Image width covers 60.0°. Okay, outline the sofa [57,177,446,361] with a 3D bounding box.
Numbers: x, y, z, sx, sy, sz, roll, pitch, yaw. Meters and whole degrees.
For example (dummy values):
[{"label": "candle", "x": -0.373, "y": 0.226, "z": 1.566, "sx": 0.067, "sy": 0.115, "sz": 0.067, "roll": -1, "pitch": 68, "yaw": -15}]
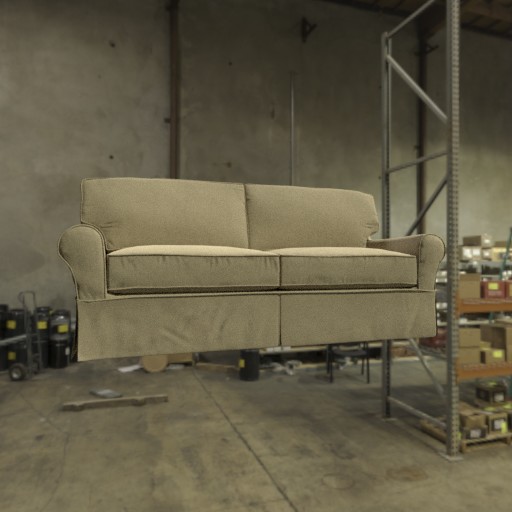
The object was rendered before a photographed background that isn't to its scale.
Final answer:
[{"label": "sofa", "x": 0.000, "y": 0.000, "z": 2.816, "sx": 2.246, "sy": 1.014, "sz": 0.900, "roll": 0, "pitch": -1, "yaw": -19}]
